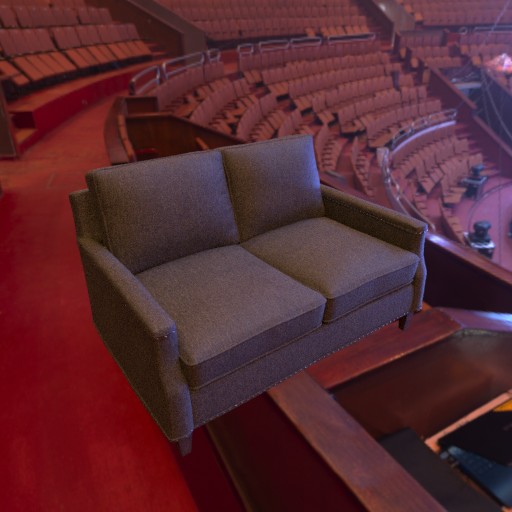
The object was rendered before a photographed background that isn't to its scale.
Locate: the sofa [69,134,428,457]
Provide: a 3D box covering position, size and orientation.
[{"bbox_3d":[0.000,0.000,2.335,1.597,1.003,1.084,-19,33,-31],"label":"sofa"}]
